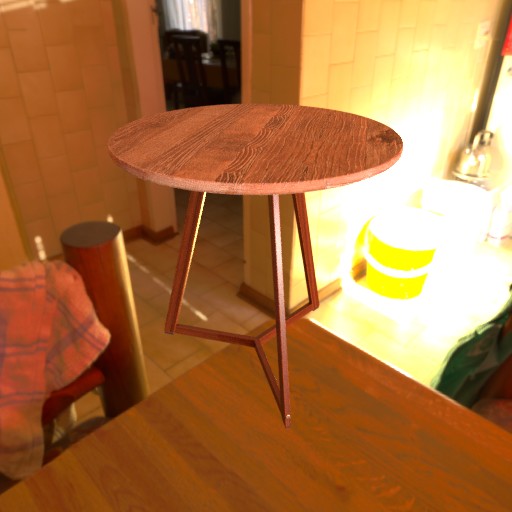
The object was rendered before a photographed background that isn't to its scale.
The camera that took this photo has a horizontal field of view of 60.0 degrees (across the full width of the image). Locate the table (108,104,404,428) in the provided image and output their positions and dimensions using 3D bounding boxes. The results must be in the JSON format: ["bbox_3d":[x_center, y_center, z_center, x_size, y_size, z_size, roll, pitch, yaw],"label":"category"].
[{"bbox_3d":[0.000,0.000,0.902,0.500,0.500,0.500,0,30,0],"label":"table"}]
